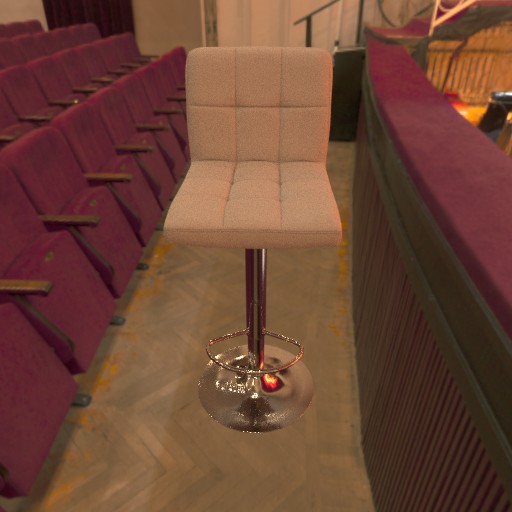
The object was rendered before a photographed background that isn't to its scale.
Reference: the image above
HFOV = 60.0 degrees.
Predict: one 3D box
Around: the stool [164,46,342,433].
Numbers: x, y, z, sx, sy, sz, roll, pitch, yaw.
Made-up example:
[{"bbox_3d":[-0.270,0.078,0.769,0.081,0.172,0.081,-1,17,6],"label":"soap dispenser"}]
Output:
[{"bbox_3d":[0.000,0.000,1.351,0.430,1.115,0.505,1,31,2],"label":"stool"}]
